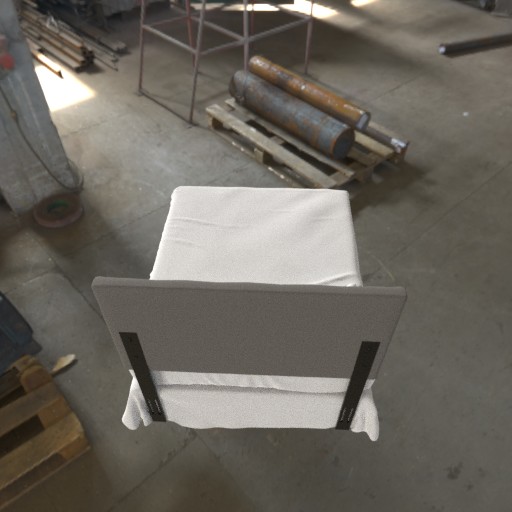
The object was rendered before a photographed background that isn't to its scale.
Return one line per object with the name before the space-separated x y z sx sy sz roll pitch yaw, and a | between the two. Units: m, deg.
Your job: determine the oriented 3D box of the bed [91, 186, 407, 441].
bed | 0.000 0.000 3.519 1.936 1.577 2.222 2 46 2
